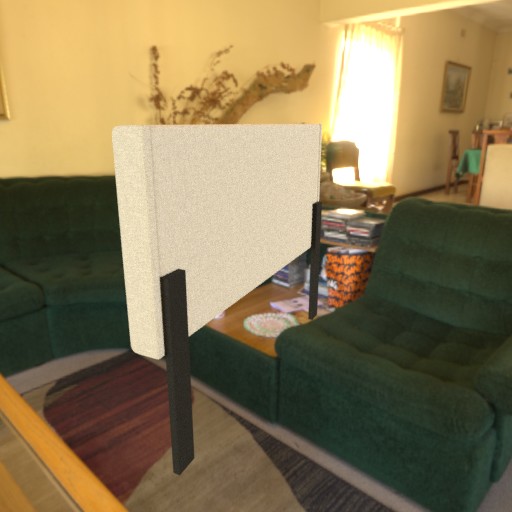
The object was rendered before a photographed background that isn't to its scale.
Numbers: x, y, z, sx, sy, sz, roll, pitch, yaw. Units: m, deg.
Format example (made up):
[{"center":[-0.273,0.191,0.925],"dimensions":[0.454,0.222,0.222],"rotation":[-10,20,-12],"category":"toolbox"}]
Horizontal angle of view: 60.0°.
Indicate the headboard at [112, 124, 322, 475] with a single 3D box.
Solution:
[{"center":[0.000,0.000,2.673],"dimensions":[0.184,1.524,2.051],"rotation":[8,18,25],"category":"headboard"}]
